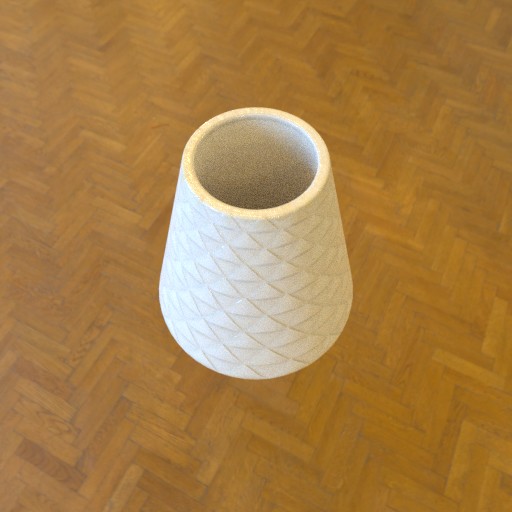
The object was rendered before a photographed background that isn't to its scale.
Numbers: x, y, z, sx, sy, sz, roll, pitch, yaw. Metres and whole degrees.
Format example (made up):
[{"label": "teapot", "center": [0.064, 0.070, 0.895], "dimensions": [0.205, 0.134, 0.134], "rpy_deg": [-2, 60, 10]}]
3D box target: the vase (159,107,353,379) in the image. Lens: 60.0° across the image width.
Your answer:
[{"label": "vase", "center": [0.000, 0.000, 0.361], "dimensions": [0.175, 0.230, 0.175], "rpy_deg": [0, 60, 0]}]
